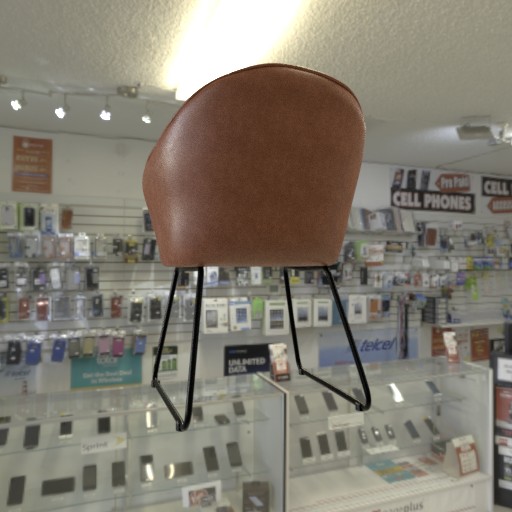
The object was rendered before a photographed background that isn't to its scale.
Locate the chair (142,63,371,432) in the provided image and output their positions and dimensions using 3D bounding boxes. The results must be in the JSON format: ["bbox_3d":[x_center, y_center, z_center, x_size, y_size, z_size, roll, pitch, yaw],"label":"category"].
[{"bbox_3d":[0.000,0.000,1.189,0.582,0.785,0.580,0,-1,-18],"label":"chair"}]
